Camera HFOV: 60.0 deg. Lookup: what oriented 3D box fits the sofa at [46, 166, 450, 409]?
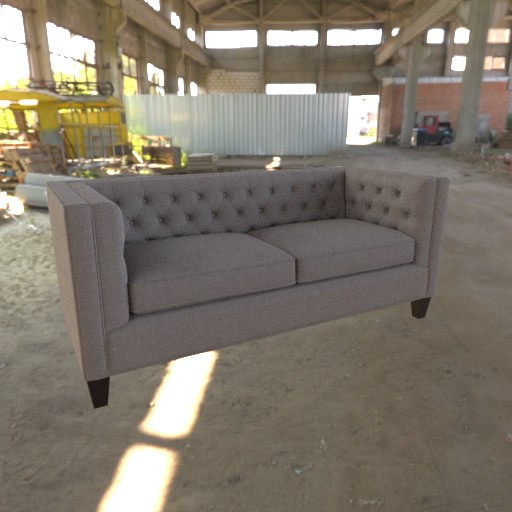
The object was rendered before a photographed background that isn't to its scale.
[{"bbox_3d":[0.000,0.000,2.209,1.778,0.762,0.775,-9,18,-27],"label":"sofa"}]
